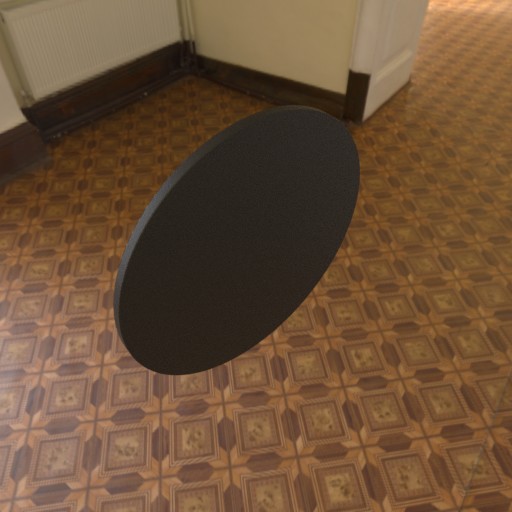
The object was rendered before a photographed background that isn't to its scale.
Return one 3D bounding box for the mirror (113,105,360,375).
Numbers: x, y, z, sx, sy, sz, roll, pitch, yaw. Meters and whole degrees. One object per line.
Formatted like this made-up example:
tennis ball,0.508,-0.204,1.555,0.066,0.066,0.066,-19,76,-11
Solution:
mirror,0.000,0.000,1.592,1.077,1.077,0.036,-31,53,-27
